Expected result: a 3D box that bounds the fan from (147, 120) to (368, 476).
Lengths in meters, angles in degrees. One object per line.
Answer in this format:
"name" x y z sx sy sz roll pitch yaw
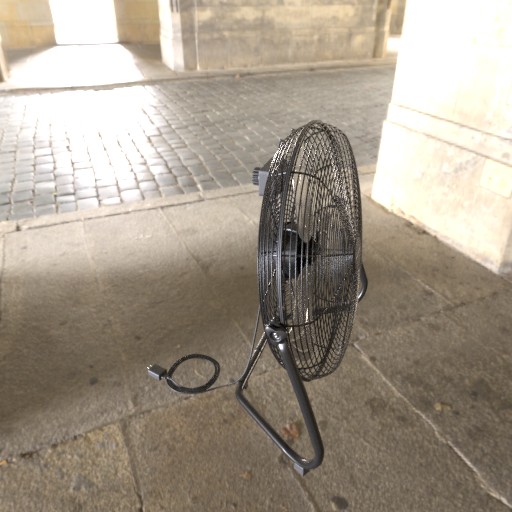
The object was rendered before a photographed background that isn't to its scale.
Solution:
"fan" 0.000 0.000 0.994 0.470 0.605 0.595 10 32 17
